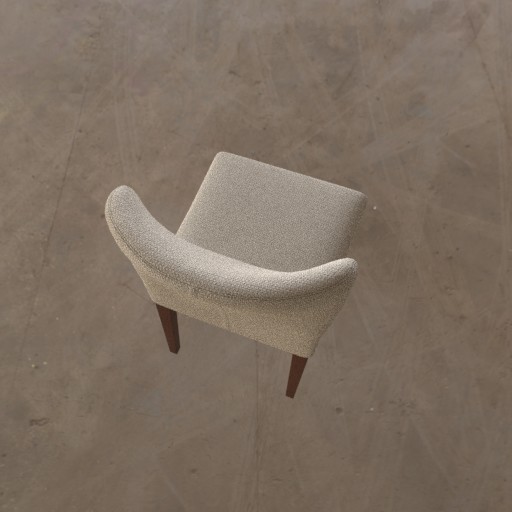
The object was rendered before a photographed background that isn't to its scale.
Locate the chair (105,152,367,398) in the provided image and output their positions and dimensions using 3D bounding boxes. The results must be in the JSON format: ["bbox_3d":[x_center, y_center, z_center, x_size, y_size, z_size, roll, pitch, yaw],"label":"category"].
[{"bbox_3d":[0.000,0.000,1.204,0.491,0.839,0.589,18,65,9],"label":"chair"}]
